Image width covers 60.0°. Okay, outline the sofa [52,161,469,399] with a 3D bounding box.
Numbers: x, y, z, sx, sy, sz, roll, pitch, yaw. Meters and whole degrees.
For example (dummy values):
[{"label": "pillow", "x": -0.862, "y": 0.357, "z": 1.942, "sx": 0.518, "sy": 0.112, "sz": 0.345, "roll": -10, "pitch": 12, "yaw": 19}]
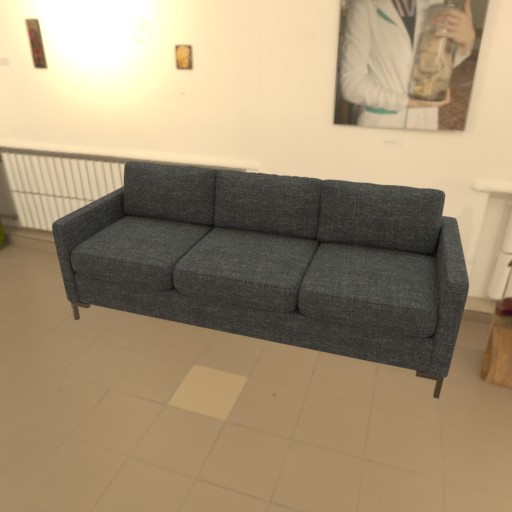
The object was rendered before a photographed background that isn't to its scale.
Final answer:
[{"label": "sofa", "x": 0.000, "y": 0.000, "z": 2.658, "sx": 2.218, "sy": 0.874, "sz": 0.859, "roll": 8, "pitch": 28, "yaw": 16}]
